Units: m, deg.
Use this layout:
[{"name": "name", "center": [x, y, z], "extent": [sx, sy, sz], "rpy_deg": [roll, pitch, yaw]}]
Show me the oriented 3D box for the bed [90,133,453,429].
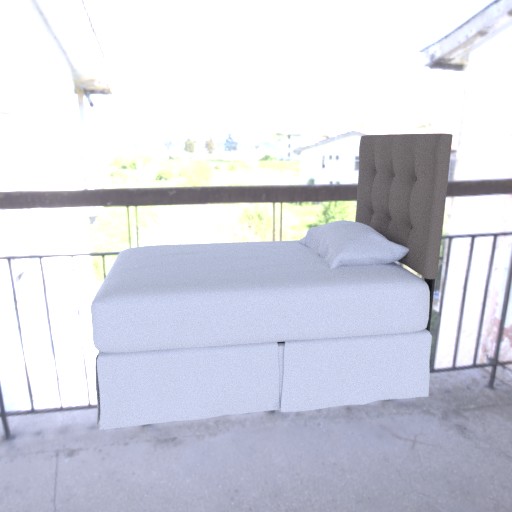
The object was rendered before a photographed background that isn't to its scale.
[{"name": "bed", "center": [0.000, 0.000, 2.953], "extent": [1.997, 1.571, 1.261], "rpy_deg": [-2, 15, -9]}]
